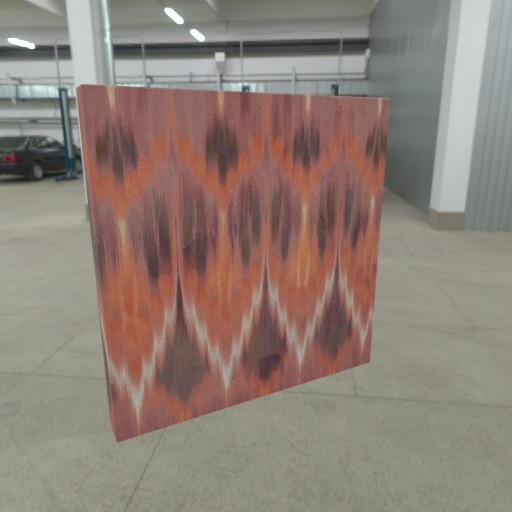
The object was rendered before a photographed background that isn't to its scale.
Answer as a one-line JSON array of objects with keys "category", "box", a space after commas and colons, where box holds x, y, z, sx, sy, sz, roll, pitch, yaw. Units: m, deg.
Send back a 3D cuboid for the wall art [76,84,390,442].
[{"category": "wall art", "box": [0.000, 0.000, 0.589, 0.403, 0.406, 0.038, -8, 18, -28]}]
